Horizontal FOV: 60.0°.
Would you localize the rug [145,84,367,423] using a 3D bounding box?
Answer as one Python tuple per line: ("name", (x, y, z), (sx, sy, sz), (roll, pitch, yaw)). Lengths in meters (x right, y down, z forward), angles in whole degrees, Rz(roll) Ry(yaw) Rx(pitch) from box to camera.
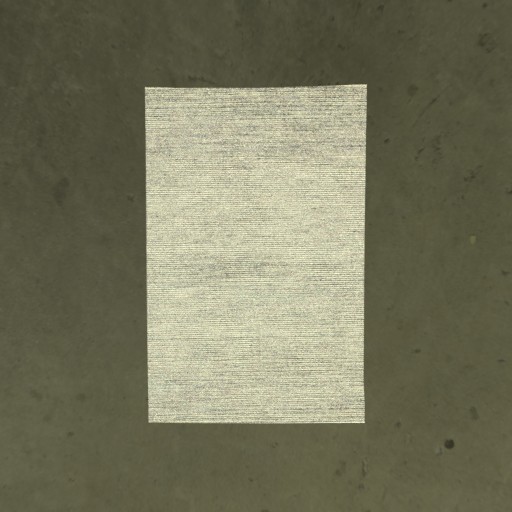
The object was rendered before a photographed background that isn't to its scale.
("rug", (0.000, 0.000, 2.337), (1.159, 0.021, 1.789), (0, 92, 0))
